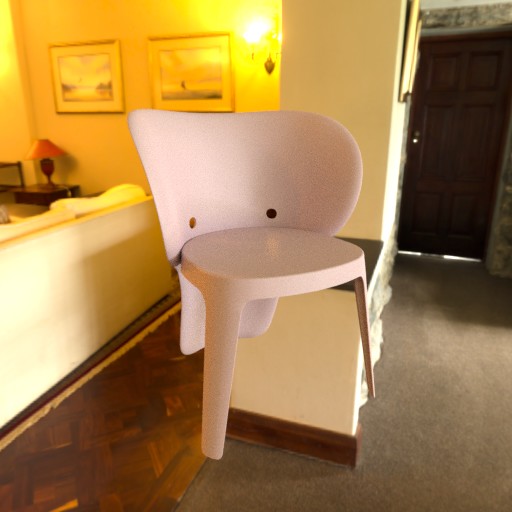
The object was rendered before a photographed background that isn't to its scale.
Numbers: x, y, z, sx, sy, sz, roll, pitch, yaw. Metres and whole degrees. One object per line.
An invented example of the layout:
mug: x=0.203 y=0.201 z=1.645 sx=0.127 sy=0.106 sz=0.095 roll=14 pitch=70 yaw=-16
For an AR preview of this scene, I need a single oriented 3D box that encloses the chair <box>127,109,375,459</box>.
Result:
chair: x=0.000 y=0.000 z=0.877 sx=0.451 sy=0.554 sz=0.402 roll=-10 pitch=20 yaw=-28
